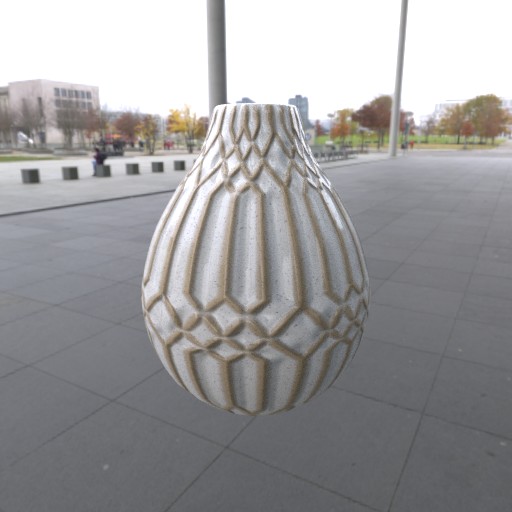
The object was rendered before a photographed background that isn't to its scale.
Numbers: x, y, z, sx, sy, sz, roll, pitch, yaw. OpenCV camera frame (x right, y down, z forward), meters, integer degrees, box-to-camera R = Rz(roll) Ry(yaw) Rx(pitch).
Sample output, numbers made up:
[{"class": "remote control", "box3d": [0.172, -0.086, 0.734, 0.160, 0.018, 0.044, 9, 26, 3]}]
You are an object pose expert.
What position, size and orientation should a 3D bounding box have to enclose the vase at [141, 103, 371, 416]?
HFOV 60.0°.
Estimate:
[{"class": "vase", "box3d": [0.000, 0.000, 0.312, 0.159, 0.200, 0.159, 0, 15, 0]}]
